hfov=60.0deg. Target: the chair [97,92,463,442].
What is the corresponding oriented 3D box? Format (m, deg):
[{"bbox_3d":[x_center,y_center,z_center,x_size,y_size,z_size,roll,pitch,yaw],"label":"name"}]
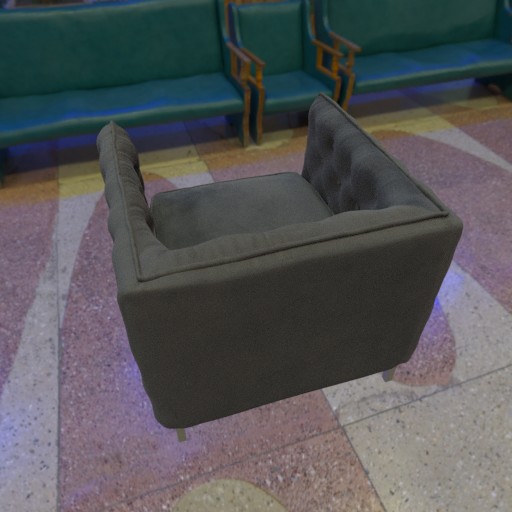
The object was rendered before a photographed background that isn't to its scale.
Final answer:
[{"bbox_3d":[0.000,0.000,1.623,0.946,0.807,0.913,-12,43,-13],"label":"chair"}]
